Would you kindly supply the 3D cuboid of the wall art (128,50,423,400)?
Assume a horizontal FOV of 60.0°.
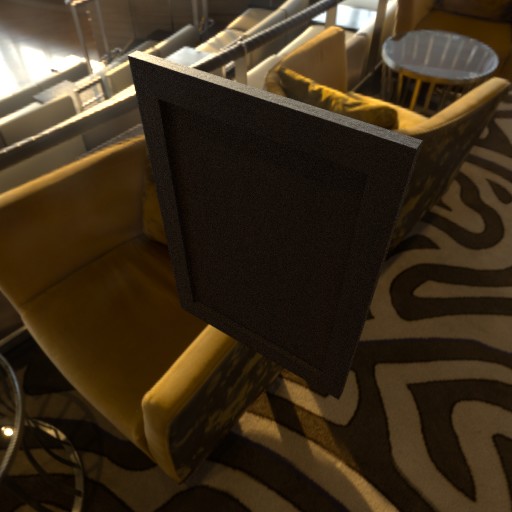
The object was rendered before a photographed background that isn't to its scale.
[{"bbox_3d":[0.000,0.000,0.660,0.359,0.513,0.017,26,52,22],"label":"wall art"}]
